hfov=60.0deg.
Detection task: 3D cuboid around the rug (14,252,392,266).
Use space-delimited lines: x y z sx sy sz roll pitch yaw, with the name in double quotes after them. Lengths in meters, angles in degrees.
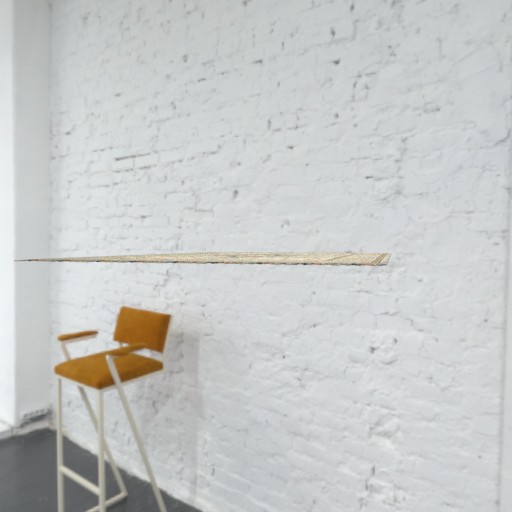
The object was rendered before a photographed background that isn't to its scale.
0.000 0.000 4.109 2.379 0.011 3.221 0 2 17 "rug"
